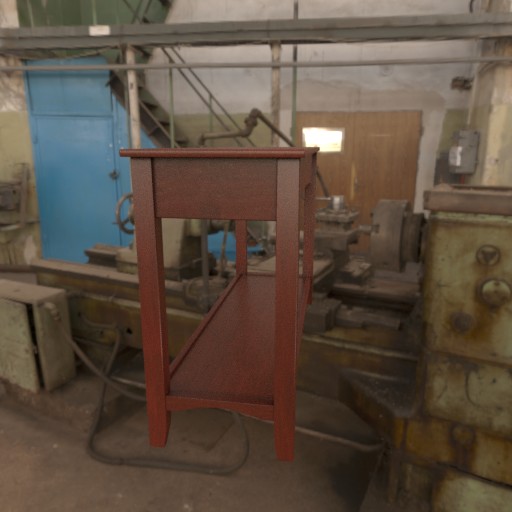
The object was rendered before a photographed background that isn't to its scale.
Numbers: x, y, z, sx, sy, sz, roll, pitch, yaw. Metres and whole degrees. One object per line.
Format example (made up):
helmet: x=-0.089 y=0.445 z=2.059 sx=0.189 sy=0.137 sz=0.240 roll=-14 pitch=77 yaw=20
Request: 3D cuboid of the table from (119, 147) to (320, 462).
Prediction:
table: x=0.000 y=0.000 z=1.556 sx=0.392 sy=0.739 sz=1.188 roll=2 pitch=14 yaw=9
